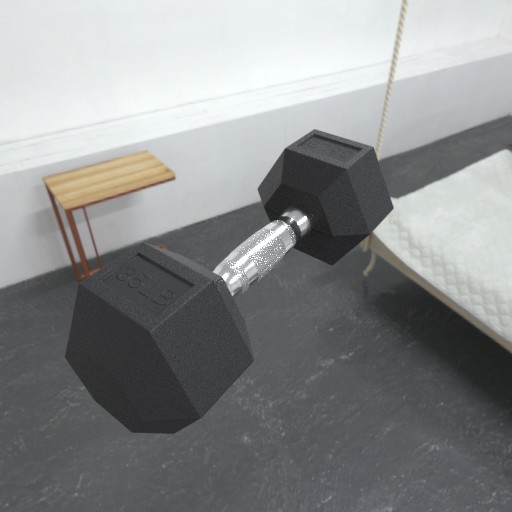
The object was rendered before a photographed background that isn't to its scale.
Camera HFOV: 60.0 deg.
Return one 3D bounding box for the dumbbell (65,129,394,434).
[{"bbox_3d":[0.000,0.000,0.417,0.141,0.123,0.356,26,47,27],"label":"dumbbell"}]
